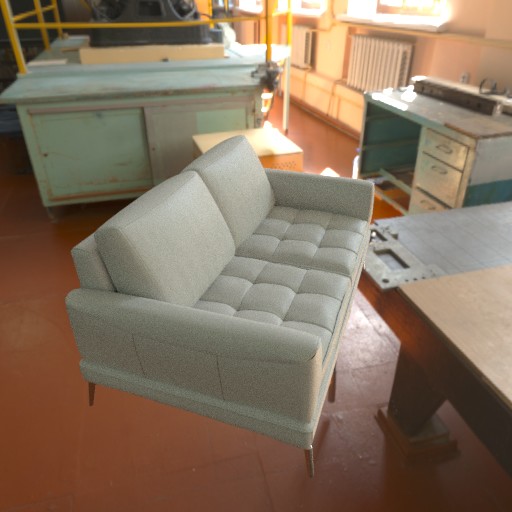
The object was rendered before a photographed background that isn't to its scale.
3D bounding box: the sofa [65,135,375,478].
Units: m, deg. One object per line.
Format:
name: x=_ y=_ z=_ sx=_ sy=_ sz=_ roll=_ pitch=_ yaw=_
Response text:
sofa: x=0.000 y=0.000 z=2.456 sx=1.121 sy=0.930 sz=1.819 roll=10 pitch=32 yaw=17
